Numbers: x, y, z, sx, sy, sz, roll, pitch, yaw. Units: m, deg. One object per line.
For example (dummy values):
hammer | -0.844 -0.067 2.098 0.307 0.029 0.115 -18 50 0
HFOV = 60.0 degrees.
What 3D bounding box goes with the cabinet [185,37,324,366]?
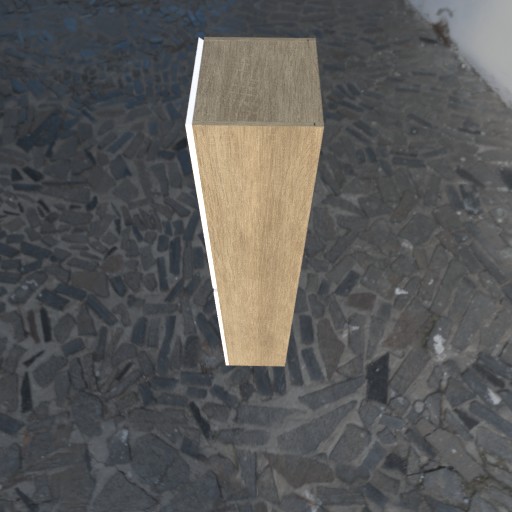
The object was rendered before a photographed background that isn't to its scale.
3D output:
cabinet | 0.000 0.000 1.532 0.270 1.400 0.300 1 57 1
